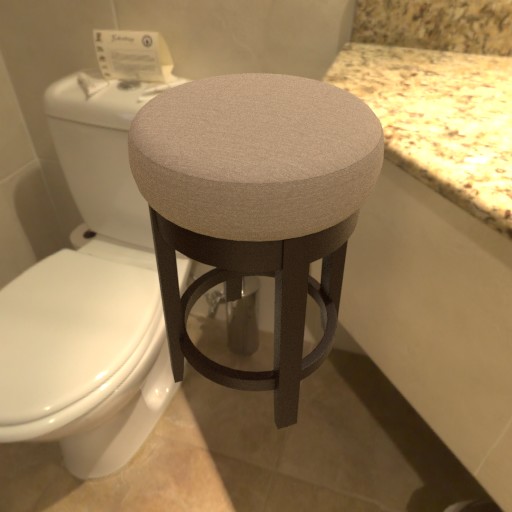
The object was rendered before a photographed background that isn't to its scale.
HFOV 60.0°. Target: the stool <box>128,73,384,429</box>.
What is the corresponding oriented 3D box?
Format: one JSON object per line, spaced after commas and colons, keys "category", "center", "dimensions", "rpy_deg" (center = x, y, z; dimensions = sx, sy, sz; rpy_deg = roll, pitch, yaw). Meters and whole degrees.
{"category": "stool", "center": [0.000, 0.000, 0.957], "dimensions": [0.443, 0.672, 0.443], "rpy_deg": [0, 40, 0]}
